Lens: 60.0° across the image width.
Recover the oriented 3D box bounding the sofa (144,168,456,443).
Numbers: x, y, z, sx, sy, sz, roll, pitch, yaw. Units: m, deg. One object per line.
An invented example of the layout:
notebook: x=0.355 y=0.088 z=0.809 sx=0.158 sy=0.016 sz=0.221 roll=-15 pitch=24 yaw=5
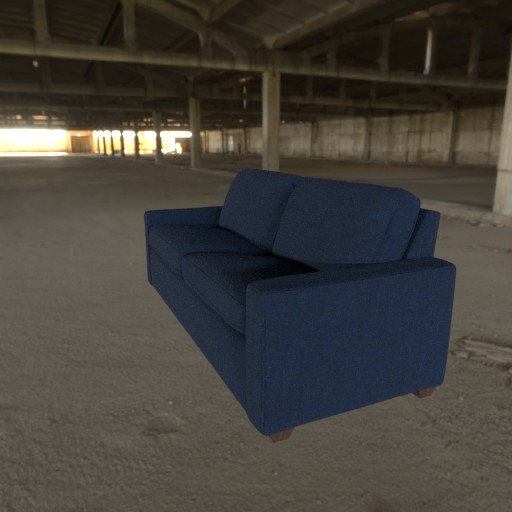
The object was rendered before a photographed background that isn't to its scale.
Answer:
sofa: x=0.000 y=0.000 z=2.572 sx=0.940 sy=0.919 sz=2.080 roll=-6 pitch=16 yaw=-24
